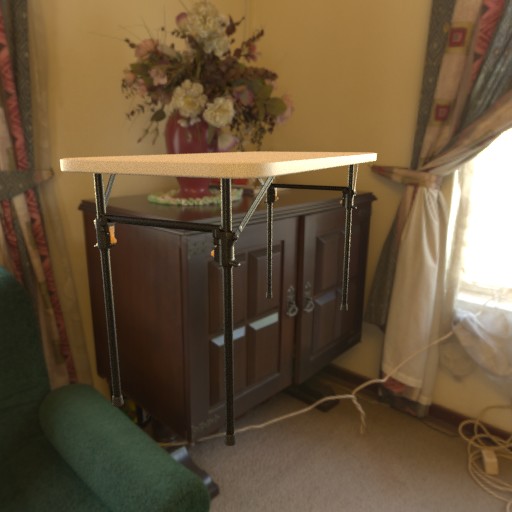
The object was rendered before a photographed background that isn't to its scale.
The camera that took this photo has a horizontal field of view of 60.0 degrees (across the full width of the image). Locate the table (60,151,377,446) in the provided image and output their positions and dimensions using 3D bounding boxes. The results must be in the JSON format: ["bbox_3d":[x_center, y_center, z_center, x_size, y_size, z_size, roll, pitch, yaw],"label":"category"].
[{"bbox_3d":[0.000,0.000,1.637,0.610,0.729,1.219,7,16,26],"label":"table"}]
